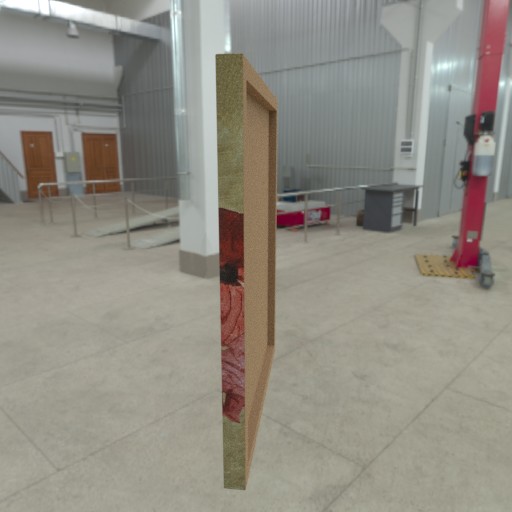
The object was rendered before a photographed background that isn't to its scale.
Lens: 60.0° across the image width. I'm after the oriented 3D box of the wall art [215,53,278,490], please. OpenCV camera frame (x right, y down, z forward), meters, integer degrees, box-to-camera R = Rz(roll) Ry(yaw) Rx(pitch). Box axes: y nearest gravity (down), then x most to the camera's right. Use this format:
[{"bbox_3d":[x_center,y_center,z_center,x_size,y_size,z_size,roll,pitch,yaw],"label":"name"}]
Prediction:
[{"bbox_3d":[0.000,0.000,0.694,0.028,0.508,0.406,2,13,7],"label":"wall art"}]
